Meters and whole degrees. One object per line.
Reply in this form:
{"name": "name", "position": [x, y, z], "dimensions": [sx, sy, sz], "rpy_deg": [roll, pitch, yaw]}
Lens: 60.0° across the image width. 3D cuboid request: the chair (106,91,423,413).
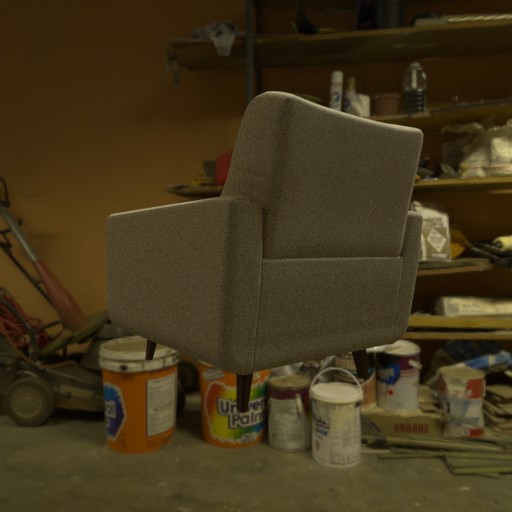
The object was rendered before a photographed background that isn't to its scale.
{"name": "chair", "position": [0.000, 0.000, 1.817], "dimensions": [0.897, 0.965, 1.128], "rpy_deg": [-1, 1, -37]}
